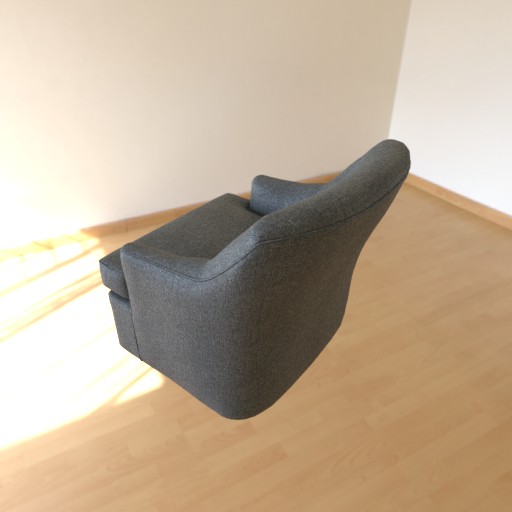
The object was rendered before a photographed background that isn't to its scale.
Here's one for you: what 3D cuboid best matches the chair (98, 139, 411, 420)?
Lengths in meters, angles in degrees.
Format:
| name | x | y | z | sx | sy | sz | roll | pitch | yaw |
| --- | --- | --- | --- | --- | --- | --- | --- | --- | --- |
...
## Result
| name | x | y | z | sx | sy | sz | roll | pitch | yaw |
| --- | --- | --- | --- | --- | --- | --- | --- | --- | --- |
| chair | 0.000 | 0.000 | 1.658 | 0.923 | 0.856 | 0.864 | 21 | 38 | 30 |
